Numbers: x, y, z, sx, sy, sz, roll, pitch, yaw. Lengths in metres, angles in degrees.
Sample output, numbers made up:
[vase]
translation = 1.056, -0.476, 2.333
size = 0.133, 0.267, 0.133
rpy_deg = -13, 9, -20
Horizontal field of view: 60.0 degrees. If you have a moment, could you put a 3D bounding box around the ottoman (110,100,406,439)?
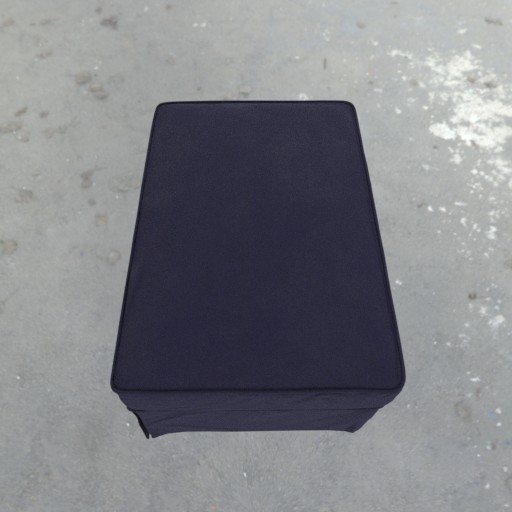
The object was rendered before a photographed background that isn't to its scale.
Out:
[ottoman]
translation = 0.000, 0.000, 1.316
size = 0.637, 0.503, 0.938
rpy_deg = 0, 58, 0
